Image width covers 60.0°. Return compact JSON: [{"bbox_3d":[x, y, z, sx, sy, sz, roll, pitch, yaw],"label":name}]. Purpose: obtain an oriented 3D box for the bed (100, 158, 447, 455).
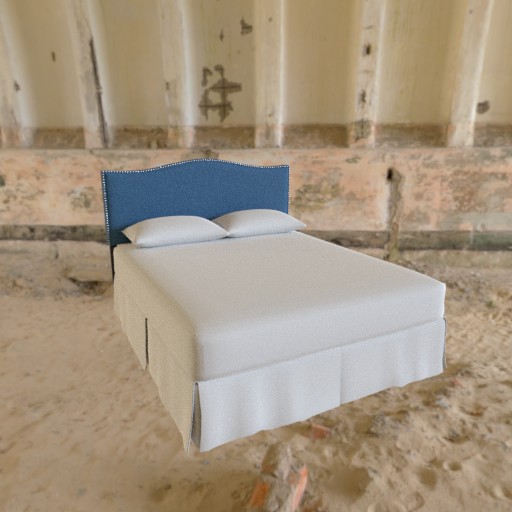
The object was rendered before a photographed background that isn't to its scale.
[{"bbox_3d":[0.000,0.000,2.889,1.610,1.169,1.872,-8,17,-27],"label":"bed"}]
